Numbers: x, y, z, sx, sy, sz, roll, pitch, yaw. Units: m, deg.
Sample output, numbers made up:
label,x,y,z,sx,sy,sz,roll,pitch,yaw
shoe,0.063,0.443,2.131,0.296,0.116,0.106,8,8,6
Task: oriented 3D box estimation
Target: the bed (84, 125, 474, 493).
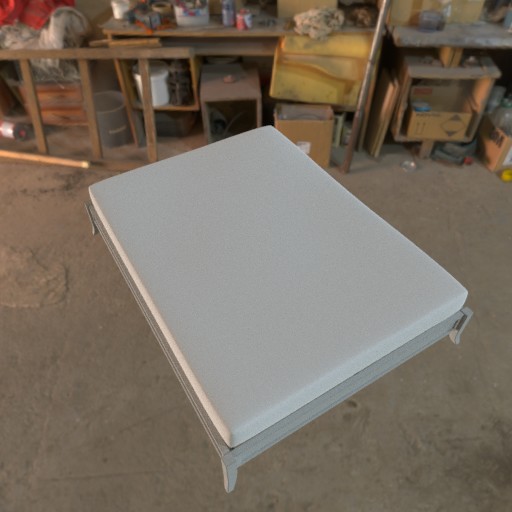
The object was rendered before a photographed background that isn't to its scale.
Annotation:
label,x,y,z,sx,sy,sz,roll,pitch,yaw
bed,0.000,0.000,2.830,1.604,0.510,2.108,-24,51,-21
